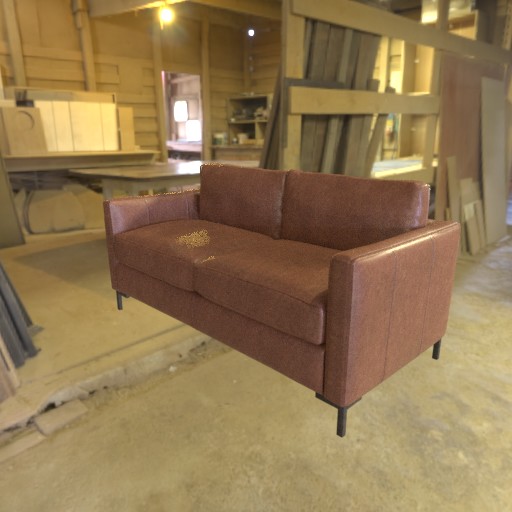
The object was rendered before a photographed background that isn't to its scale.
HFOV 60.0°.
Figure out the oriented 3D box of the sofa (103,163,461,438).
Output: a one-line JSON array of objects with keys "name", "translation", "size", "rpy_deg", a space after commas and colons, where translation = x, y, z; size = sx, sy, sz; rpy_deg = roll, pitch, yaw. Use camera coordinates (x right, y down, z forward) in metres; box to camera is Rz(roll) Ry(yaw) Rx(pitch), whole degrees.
[{"name": "sofa", "translation": [0.000, 0.000, 2.361], "size": [0.899, 0.883, 1.797], "rpy_deg": [-15, 22, -43]}]
